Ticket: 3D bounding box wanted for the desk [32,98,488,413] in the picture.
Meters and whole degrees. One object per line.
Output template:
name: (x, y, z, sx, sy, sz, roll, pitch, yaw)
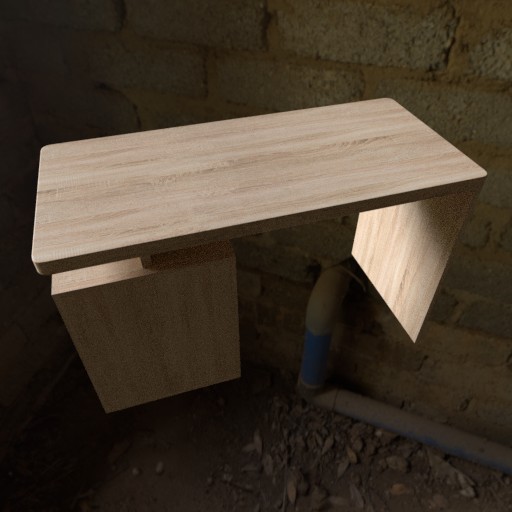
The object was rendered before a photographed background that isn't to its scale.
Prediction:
desk: (0.000, 0.000, 1.547, 1.200, 0.760, 0.550, -12, 44, -13)
